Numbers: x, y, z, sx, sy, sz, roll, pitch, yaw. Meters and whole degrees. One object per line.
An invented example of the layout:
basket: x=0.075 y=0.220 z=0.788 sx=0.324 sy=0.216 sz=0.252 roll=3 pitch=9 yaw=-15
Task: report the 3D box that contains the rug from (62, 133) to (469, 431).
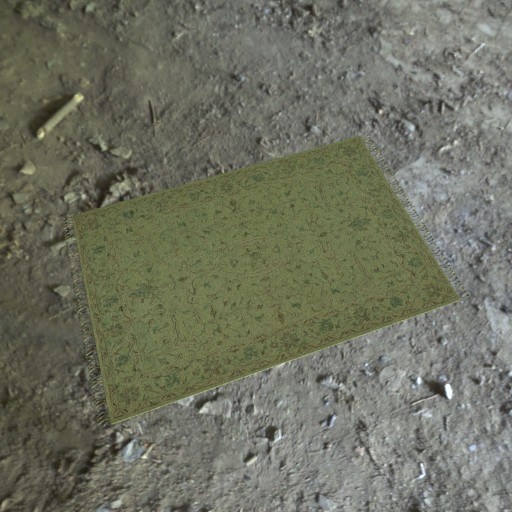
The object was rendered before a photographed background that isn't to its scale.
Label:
rug: x=0.000 y=0.000 z=3.042 sx=2.435 sy=0.010 sz=1.544 roll=-17 pitch=63 yaw=-9
